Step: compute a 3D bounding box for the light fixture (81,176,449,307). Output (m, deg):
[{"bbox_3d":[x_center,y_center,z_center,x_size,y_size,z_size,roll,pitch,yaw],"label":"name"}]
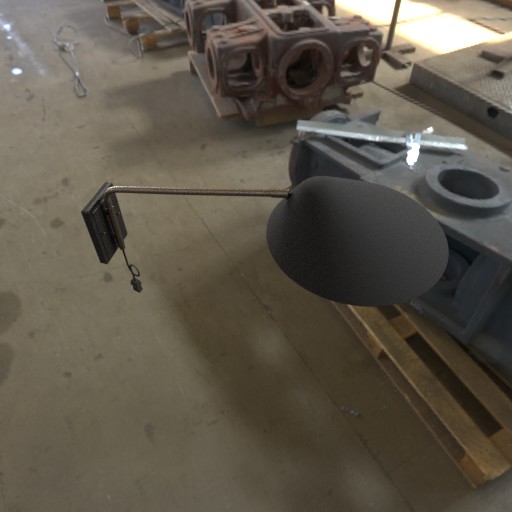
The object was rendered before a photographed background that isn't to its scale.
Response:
[{"bbox_3d":[0.000,0.000,0.679,0.516,0.312,0.240,11,48,10],"label":"light fixture"}]
